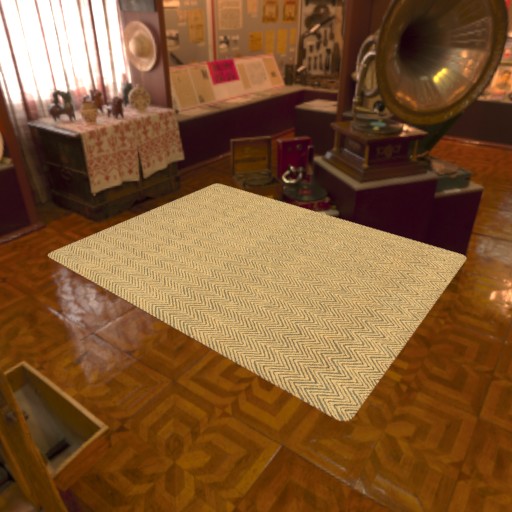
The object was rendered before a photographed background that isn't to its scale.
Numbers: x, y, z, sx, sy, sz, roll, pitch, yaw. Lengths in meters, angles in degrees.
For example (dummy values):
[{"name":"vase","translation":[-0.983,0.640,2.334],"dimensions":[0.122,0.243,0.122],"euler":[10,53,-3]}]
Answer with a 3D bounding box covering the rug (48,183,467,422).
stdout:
[{"name":"rug","translation":[0.000,0.000,4.217],"dimensions":[3.207,0.014,2.439],"euler":[21,36,32]}]
